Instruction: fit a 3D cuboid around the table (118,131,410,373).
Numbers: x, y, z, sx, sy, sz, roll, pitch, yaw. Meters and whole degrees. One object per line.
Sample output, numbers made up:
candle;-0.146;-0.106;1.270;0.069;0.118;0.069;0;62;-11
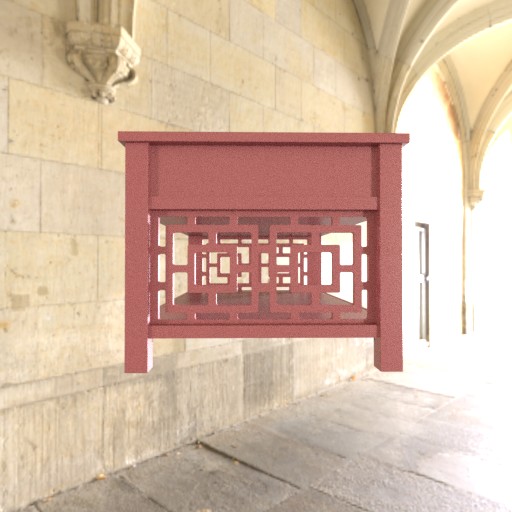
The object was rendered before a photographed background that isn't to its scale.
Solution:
table;0.000;0.000;1.437;0.612;0.493;1.068;0;-1;-1
